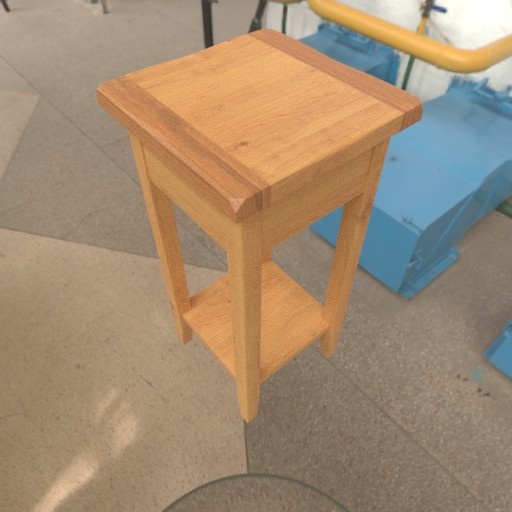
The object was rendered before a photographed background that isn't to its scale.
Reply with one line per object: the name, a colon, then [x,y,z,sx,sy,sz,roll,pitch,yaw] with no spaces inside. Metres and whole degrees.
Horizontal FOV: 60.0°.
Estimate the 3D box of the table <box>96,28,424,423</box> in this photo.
table: [0.000,0.000,0.947,0.360,0.740,0.360,-32,55,-25]
